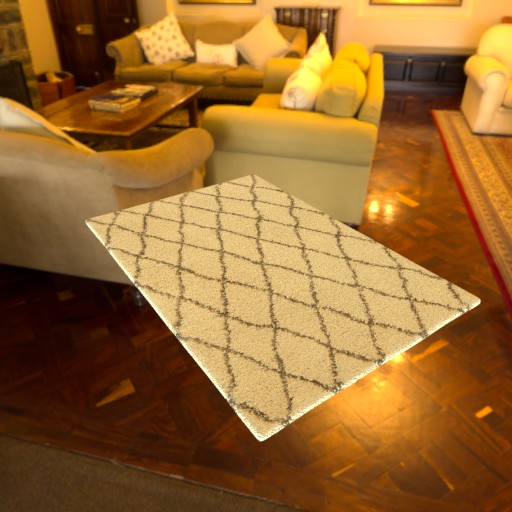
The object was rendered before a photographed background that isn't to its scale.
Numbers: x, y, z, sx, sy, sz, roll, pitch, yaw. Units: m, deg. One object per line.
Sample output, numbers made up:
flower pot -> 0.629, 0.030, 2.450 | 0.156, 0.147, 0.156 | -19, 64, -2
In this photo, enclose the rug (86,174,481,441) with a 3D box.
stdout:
rug -> 0.000, 0.000, 2.297 | 1.219, 0.030, 1.778 | -21, 38, -29
